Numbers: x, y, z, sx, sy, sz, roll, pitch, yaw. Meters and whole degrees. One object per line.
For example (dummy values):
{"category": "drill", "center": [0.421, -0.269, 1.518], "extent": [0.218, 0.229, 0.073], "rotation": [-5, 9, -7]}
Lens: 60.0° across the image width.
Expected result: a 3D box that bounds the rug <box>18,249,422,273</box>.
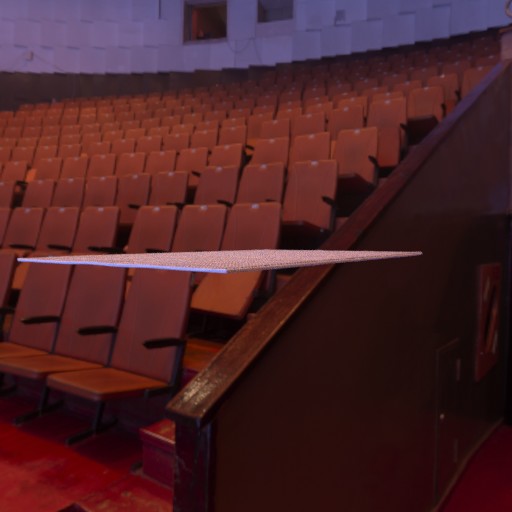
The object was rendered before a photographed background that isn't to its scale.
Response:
{"category": "rug", "center": [0.000, 0.000, 3.003], "extent": [1.521, 0.034, 2.438], "rotation": [2, 3, 36]}
